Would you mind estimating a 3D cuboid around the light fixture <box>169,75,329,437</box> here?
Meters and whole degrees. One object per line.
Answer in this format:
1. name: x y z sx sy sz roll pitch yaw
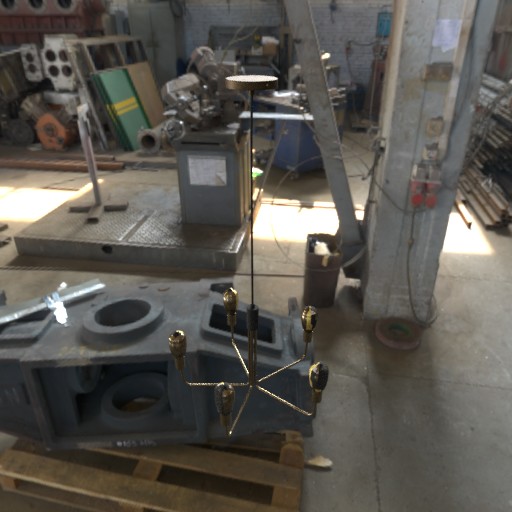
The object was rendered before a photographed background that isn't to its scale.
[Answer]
1. light fixture: 0.000 0.000 1.407 0.532 1.059 0.588 -19 33 -31
